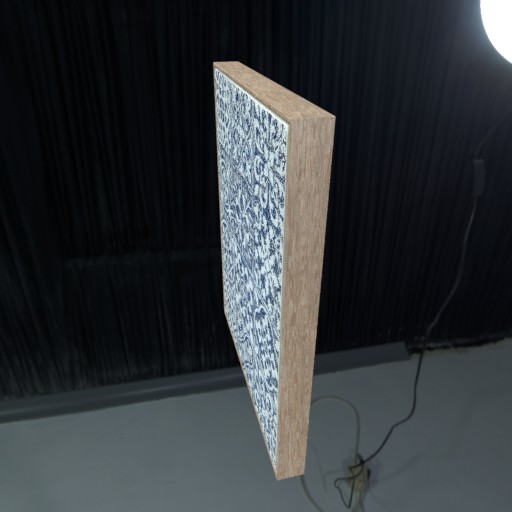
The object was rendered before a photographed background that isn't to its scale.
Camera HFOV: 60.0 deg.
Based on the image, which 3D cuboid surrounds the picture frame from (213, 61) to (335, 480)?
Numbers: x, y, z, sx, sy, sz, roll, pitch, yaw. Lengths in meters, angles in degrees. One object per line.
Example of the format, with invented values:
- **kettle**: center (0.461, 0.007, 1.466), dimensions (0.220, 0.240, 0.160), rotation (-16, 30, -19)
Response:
- **picture frame**: center (0.000, 0.000, 0.709), dimensions (0.043, 0.526, 0.424), rotation (-7, 31, -12)
